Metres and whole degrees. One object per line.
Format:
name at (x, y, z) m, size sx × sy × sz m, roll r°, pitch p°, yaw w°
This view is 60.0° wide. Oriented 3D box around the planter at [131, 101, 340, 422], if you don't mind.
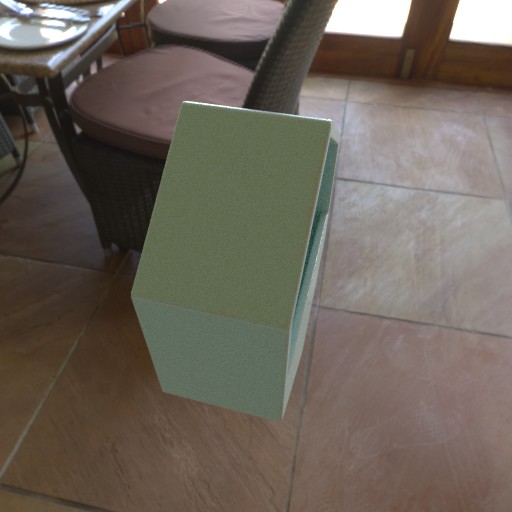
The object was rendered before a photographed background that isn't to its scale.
planter at (0.000, 0.000, 0.292) m, size 0.078 × 0.207 × 0.169 m, roll 11°, pitch 47°, yaw 10°
